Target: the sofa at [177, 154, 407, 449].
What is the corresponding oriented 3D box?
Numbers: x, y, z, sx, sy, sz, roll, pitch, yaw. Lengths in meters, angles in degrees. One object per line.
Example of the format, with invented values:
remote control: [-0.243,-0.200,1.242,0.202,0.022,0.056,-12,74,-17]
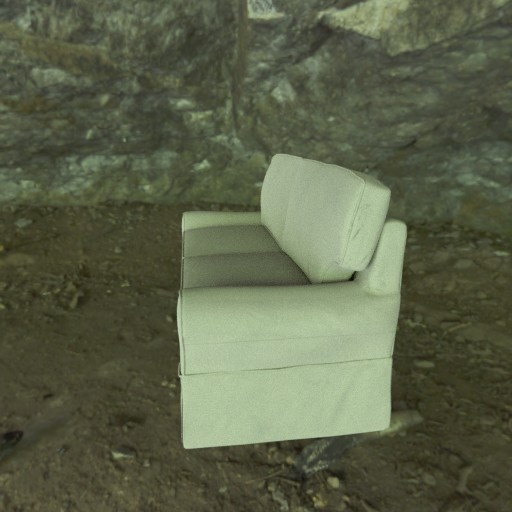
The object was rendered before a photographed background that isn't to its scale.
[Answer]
sofa: [0.000,0.000,2.367,0.841,1.024,1.823,-2,16,-8]
